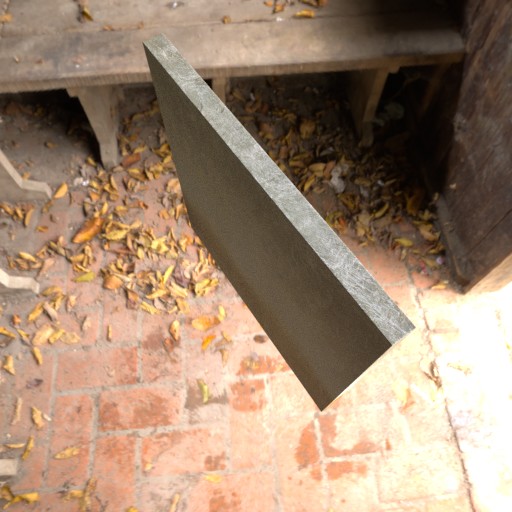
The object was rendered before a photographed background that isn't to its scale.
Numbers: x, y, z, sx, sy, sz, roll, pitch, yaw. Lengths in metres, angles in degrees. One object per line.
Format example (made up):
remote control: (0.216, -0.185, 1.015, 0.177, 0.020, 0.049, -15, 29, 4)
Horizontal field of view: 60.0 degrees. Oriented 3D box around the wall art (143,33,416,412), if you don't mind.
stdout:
wall art: (0.000, 0.000, 0.894, 0.038, 0.610, 0.610, -31, 68, -14)
